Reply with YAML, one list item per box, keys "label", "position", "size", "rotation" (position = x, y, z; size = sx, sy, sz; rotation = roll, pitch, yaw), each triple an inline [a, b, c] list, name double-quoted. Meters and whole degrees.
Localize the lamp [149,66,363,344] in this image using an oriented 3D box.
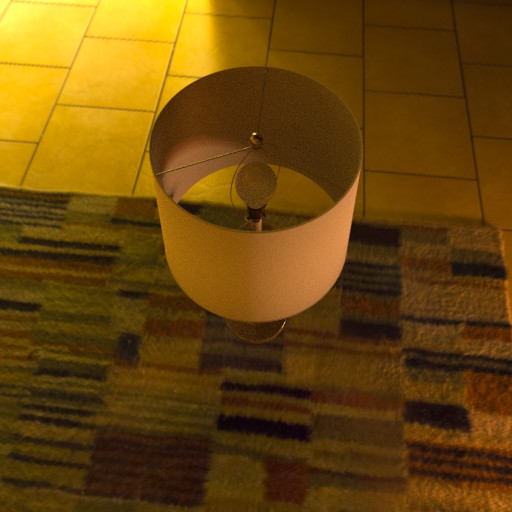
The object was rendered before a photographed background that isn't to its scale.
- label: "lamp"
  position: [0.000, 0.000, 0.886]
  size: [0.333, 0.696, 0.333]
  rotation: [0, 63, 0]
